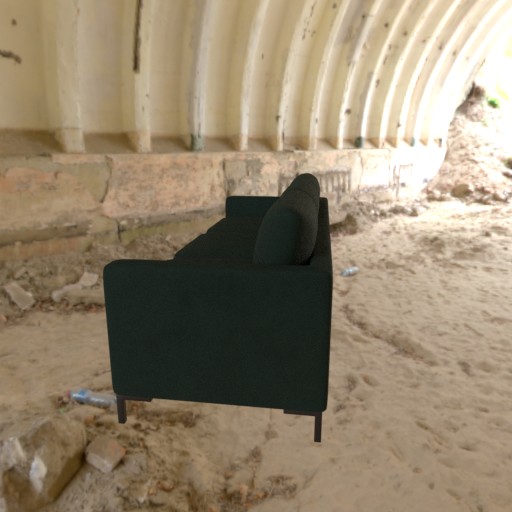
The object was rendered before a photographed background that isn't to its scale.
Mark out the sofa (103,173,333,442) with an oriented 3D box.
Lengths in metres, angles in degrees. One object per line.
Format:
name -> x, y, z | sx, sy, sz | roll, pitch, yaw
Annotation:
sofa -> 0.000, 0.000, 2.662 | 0.859, 0.870, 2.218 | 2, 14, 8
